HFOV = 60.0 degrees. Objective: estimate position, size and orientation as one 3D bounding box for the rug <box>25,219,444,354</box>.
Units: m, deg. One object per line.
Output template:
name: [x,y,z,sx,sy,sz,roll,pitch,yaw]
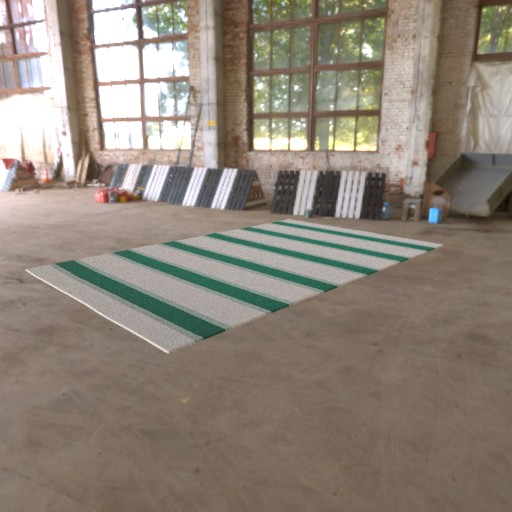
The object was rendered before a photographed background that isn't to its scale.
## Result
rug: [0.000,0.000,2.988,2.436,0.015,1.521,-14,20,-43]
